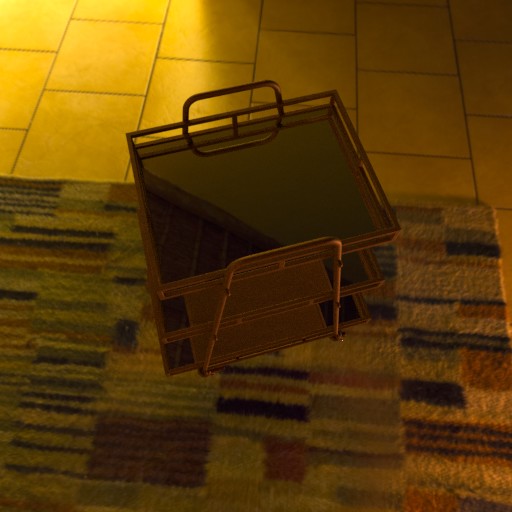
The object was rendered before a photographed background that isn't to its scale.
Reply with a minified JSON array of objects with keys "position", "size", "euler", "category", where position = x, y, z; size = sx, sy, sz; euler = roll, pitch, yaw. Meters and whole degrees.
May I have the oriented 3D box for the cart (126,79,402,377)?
[{"position":[0.000,0.000,1.263],"size":[0.711,0.883,0.441],"euler":[-14,66,-6],"category":"cart"}]
